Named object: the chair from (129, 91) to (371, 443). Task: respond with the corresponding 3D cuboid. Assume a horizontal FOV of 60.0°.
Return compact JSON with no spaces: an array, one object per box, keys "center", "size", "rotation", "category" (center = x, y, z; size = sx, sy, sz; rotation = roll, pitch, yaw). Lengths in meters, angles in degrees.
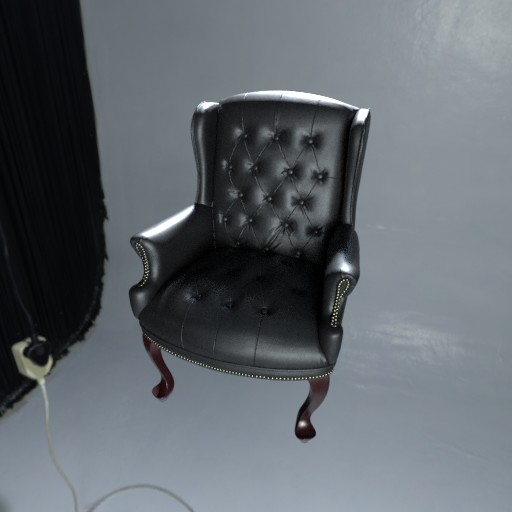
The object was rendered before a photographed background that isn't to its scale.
[{"center":[0.000,0.000,1.730],"size":[0.831,1.133,0.822],"rotation":[10,30,17],"category":"chair"}]
